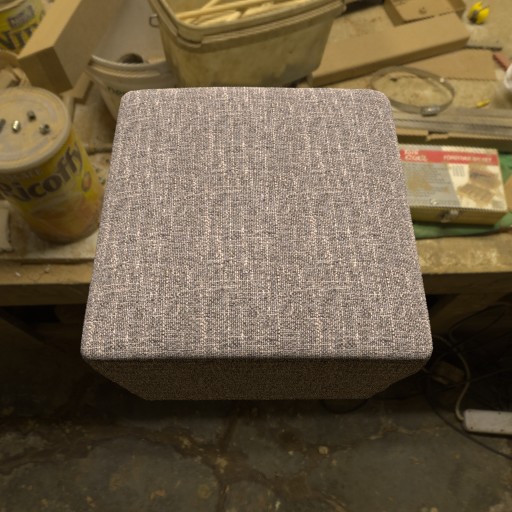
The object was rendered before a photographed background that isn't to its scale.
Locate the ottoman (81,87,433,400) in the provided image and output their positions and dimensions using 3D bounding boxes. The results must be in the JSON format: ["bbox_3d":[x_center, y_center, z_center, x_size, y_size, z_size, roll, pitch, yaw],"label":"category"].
[{"bbox_3d":[0.000,0.000,0.897,0.512,0.453,0.521,0,65,0],"label":"ottoman"}]
